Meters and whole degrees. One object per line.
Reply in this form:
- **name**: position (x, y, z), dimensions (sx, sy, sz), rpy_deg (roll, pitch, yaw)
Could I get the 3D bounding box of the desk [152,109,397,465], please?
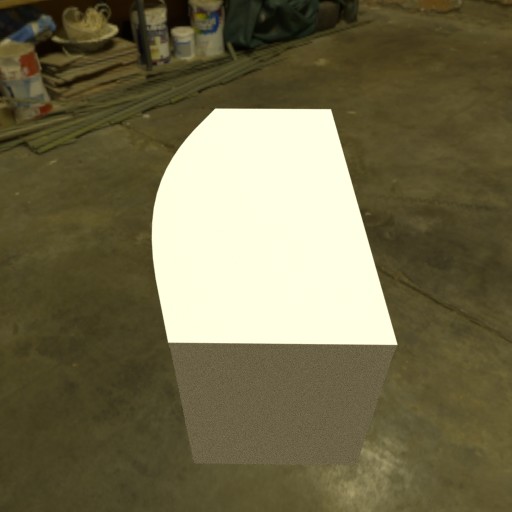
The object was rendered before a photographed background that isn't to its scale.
- **desk**: position (0.000, 0.000, 2.078), dimensions (0.802, 0.750, 1.600), rpy_deg (0, 41, 1)
